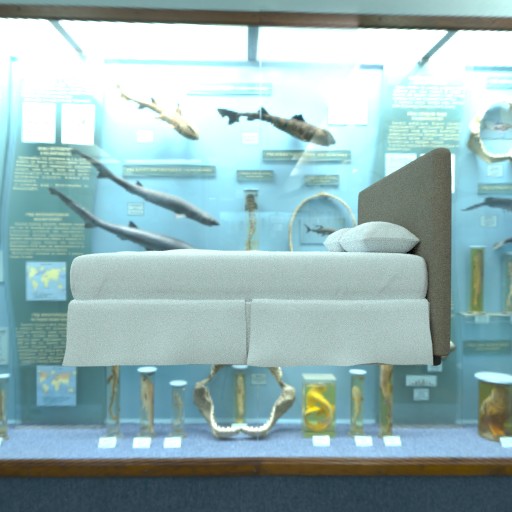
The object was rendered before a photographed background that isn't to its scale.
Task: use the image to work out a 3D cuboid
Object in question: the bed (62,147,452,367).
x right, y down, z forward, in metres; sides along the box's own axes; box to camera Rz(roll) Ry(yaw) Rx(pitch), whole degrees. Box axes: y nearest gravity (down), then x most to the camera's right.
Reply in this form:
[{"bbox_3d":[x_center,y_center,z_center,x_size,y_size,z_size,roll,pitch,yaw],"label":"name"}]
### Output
[{"bbox_3d":[0.000,0.000,3.624,2.341,1.317,2.119,0,1,0],"label":"bed"}]
